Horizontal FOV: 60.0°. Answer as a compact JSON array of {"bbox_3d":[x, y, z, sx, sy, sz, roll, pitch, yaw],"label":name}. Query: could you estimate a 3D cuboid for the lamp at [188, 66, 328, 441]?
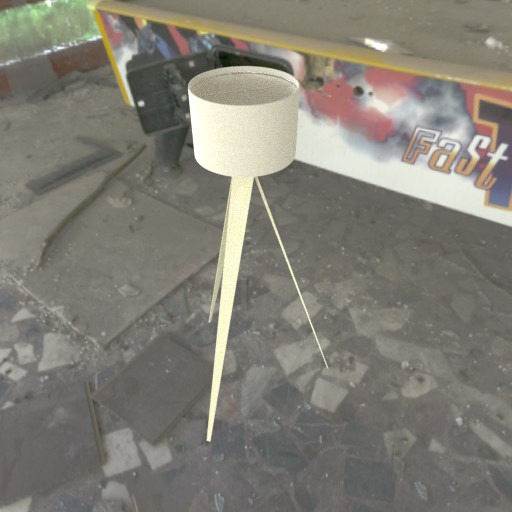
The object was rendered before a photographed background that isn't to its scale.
[{"bbox_3d":[0.000,0.000,1.928,0.716,1.524,0.724,-12,42,-14],"label":"lamp"}]
